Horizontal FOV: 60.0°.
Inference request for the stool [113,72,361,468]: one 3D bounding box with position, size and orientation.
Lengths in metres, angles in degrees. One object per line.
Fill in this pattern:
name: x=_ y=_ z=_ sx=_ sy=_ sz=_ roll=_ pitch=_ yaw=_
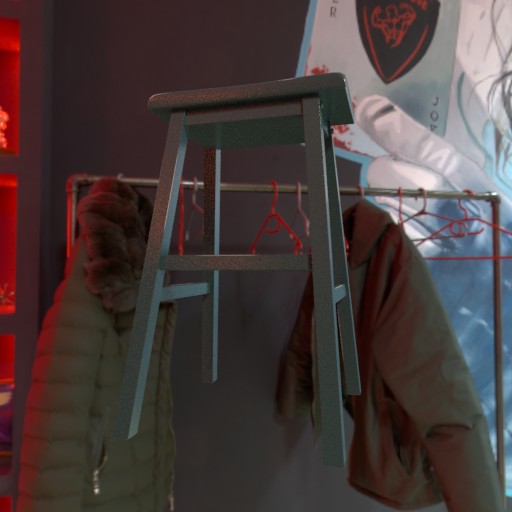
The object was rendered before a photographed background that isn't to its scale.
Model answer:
stool: x=0.000 y=0.000 z=1.057 sx=0.457 sy=0.737 sz=0.476 roll=0 pitch=-1 yaw=17
